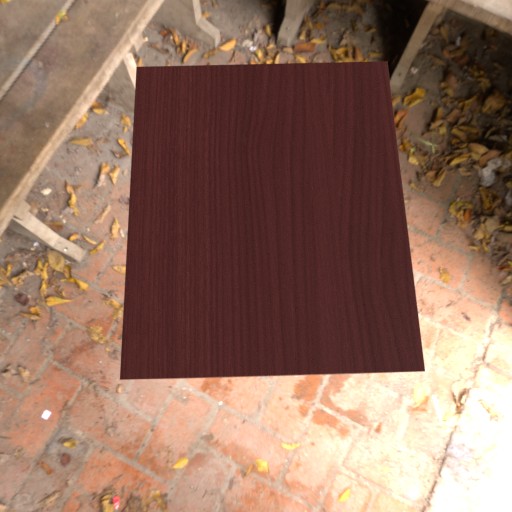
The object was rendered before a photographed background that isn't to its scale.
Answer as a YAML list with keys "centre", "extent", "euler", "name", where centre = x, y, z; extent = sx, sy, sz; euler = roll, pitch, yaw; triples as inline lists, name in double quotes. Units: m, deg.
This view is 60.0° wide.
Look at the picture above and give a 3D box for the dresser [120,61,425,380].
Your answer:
- centre: [0.000, 0.000, 0.763]
  extent: [0.360, 0.470, 0.400]
  euler: [-1, 75, 0]
  name: "dresser"
